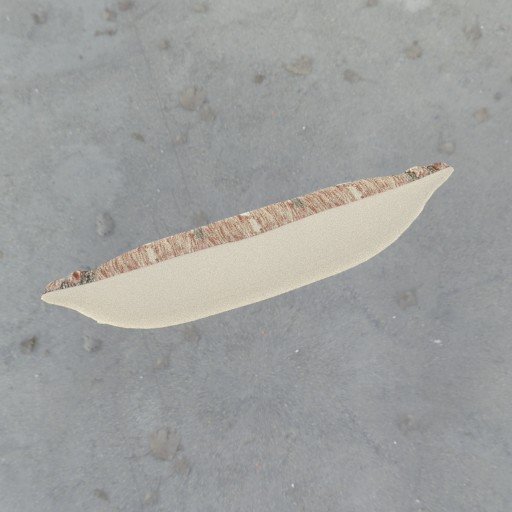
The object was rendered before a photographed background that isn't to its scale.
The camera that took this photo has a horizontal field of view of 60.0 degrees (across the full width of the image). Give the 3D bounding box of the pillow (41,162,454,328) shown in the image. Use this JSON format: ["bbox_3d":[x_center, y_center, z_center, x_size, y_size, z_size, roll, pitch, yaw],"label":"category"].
[{"bbox_3d":[0.000,0.000,0.747,0.635,0.282,0.139,-18,76,-5],"label":"pillow"}]
